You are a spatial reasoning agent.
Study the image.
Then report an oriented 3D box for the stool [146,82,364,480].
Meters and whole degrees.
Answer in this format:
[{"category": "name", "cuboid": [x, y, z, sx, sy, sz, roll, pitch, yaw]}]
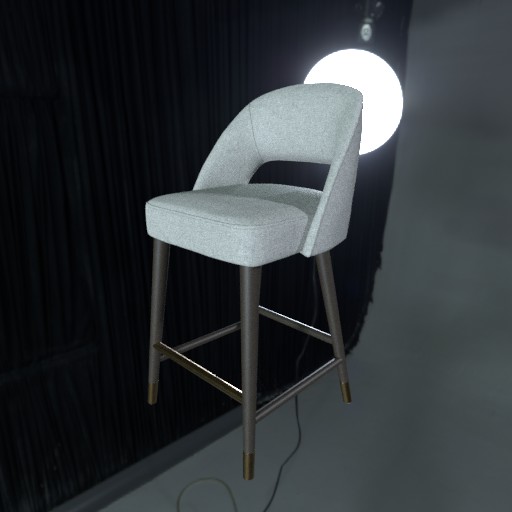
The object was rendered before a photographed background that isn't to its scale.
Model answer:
[{"category": "stool", "cuboid": [0.000, 0.000, 1.255, 0.494, 0.940, 0.509, 16, 24, 42]}]
